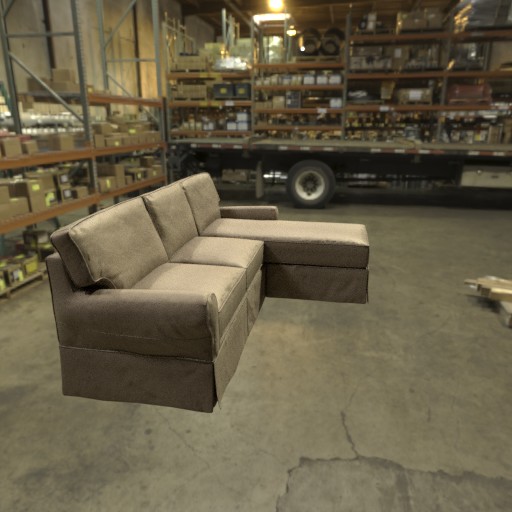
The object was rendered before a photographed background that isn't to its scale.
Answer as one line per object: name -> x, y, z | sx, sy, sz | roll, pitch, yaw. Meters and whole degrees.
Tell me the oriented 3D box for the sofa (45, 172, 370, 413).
sofa -> 0.000, 0.000, 3.271 | 1.733, 0.978, 2.475 | 3, 17, 10
